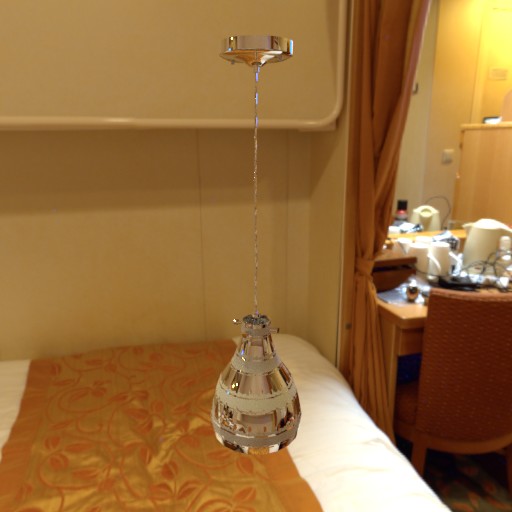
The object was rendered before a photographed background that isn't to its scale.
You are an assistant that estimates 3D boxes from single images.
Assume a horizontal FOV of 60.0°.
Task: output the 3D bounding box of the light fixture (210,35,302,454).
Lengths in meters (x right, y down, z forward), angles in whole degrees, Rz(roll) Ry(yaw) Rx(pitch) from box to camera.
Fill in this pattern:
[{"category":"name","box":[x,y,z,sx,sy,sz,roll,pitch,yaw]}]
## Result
[{"category":"light fixture","box":[0.000,0.000,1.656,0.374,1.457,0.374,7,17,26]}]
